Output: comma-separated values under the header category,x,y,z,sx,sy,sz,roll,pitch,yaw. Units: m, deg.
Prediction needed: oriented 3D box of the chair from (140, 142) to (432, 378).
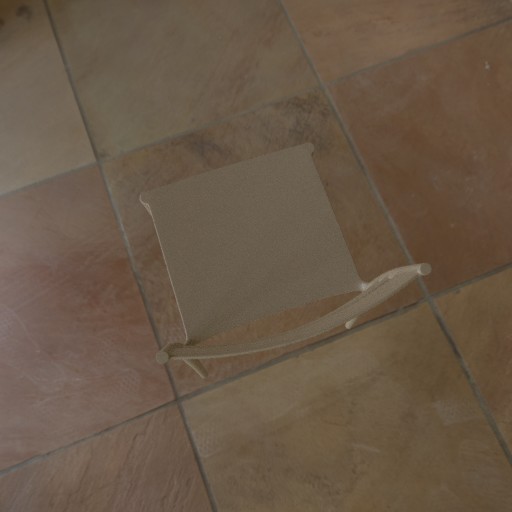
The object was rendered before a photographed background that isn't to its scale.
category,x,y,z,sx,sy,sz,roll,pitch,yaw
chair,0.000,0.000,1.148,0.531,0.800,0.511,-18,76,-5
